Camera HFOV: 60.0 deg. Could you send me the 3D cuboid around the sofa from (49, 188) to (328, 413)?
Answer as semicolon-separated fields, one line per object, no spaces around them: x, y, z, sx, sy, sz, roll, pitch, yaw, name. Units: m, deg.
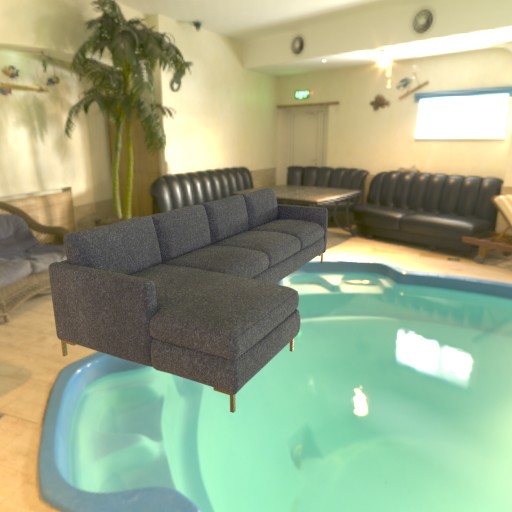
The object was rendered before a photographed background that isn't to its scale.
0.000;0.000;3.650;1.350;0.810;2.932;8;17;27;sofa
